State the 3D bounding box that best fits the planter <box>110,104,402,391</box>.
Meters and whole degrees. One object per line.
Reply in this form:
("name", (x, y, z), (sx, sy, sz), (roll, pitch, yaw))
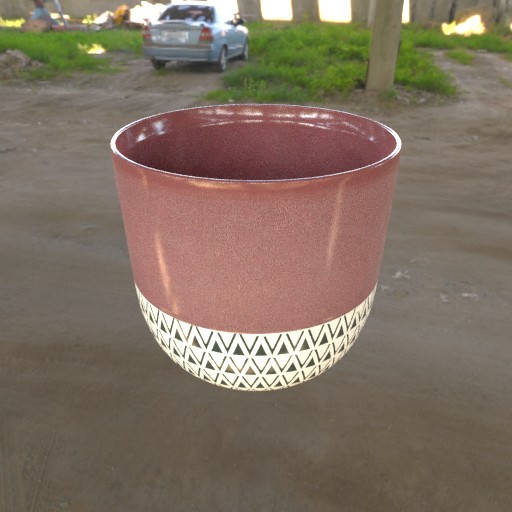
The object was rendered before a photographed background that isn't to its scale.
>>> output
("planter", (0.000, 0.000, 0.486), (0.266, 0.270, 0.266), (0, 30, 0))
